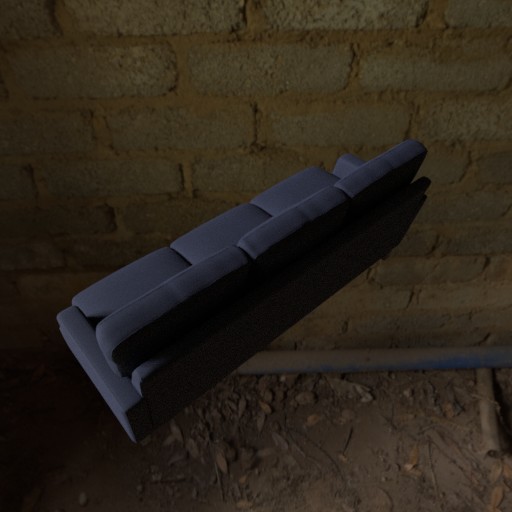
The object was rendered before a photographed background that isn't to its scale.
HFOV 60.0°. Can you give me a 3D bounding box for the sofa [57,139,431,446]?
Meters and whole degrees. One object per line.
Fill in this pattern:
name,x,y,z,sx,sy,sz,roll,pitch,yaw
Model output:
sofa,0.000,0.000,2.545,2.115,0.984,0.888,-32,54,-28
